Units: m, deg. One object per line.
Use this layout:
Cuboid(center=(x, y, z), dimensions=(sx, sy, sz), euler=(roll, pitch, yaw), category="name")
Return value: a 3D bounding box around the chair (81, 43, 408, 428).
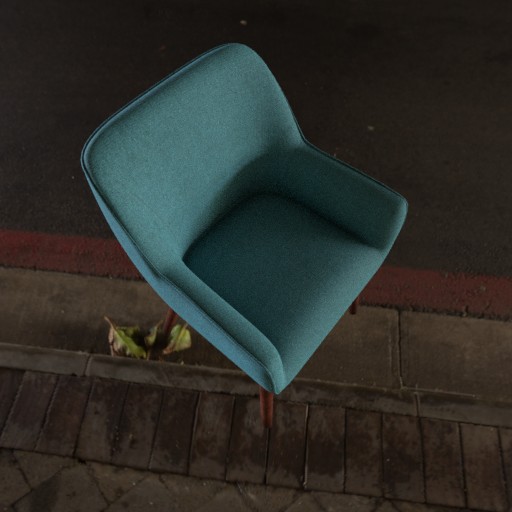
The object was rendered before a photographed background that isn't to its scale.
Cuboid(center=(0.000, 0.000, 1.140), dimensions=(0.519, 0.803, 0.543), euler=(34, 64, 20), category="chair")
